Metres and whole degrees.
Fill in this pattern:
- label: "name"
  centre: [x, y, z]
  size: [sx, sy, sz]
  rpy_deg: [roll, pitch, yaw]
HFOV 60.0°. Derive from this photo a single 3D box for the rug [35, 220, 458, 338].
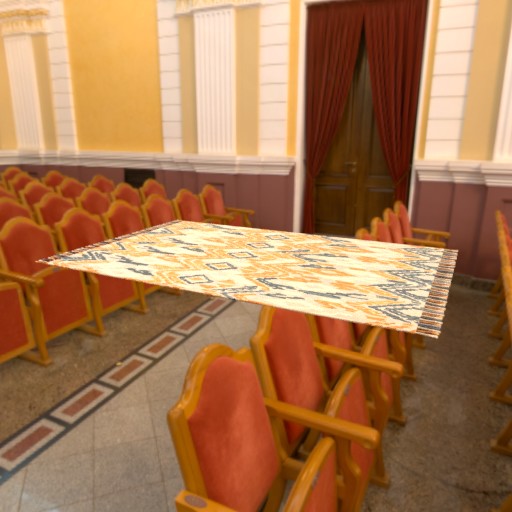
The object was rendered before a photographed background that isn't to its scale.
- label: "rug"
  centre: [0.000, 0.000, 2.982]
  size: [2.428, 0.010, 1.533]
  rpy_deg: [8, 18, 25]
